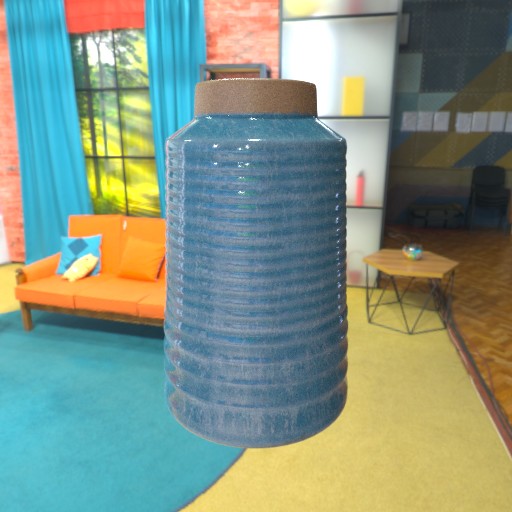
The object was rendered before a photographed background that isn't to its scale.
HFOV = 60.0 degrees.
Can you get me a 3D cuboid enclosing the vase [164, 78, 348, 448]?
[{"bbox_3d":[0.000,0.000,0.369,0.163,0.267,0.163,0,16,0],"label":"vase"}]
